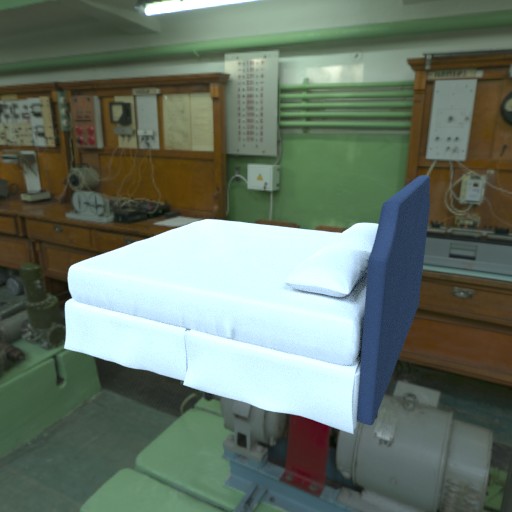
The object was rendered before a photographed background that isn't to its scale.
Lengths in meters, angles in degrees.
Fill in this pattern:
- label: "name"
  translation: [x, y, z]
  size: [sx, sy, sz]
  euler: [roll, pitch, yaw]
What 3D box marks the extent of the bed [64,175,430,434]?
- label: "bed"
  translation: [0.000, 0.000, 4.186]
  size: [2.773, 1.488, 2.350]
  euler: [8, 19, 25]
